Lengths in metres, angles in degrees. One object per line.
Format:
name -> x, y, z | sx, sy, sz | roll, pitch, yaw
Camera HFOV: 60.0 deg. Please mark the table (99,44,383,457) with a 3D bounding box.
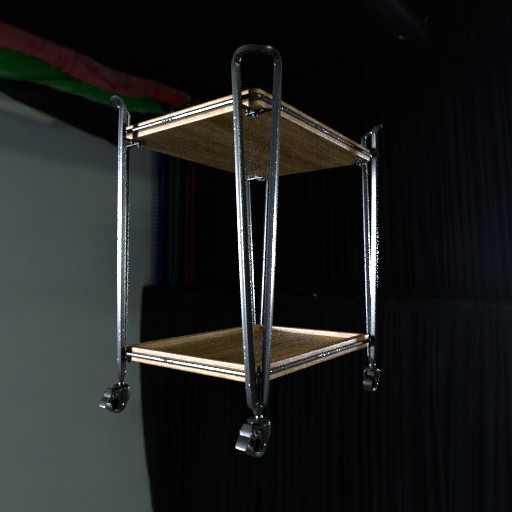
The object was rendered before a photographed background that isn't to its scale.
table -> 0.000, 0.000, 1.219 | 0.505, 0.785, 0.672 | -1, -2, 37
